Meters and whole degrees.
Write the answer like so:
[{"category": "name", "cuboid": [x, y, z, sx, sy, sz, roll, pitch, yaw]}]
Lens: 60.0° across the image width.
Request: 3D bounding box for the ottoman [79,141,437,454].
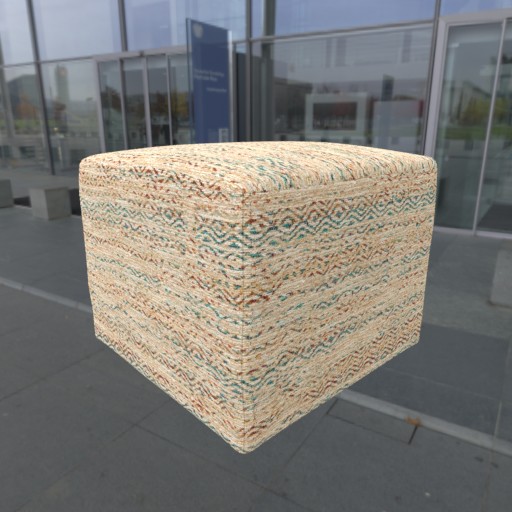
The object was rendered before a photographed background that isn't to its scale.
[{"category": "ottoman", "cuboid": [0.000, 0.000, 0.916, 0.521, 0.453, 0.512, -15, 23, -40]}]
